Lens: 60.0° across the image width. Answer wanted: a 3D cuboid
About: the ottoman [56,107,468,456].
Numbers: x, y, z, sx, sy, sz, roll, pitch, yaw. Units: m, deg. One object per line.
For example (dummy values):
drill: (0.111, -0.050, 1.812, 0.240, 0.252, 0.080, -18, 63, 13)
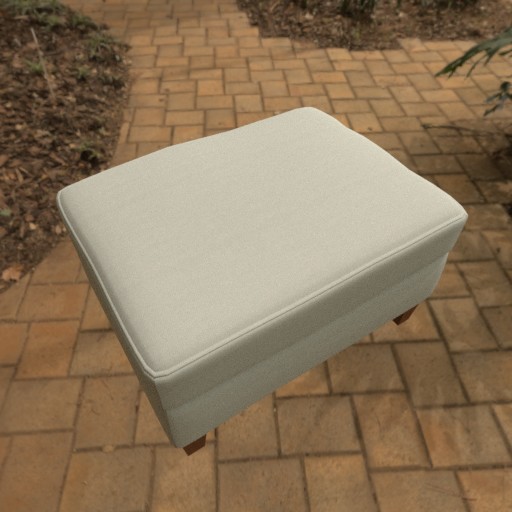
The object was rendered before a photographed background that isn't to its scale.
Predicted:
ottoman: (0.000, 0.000, 1.196, 0.818, 0.496, 0.634, -25, 51, -22)
